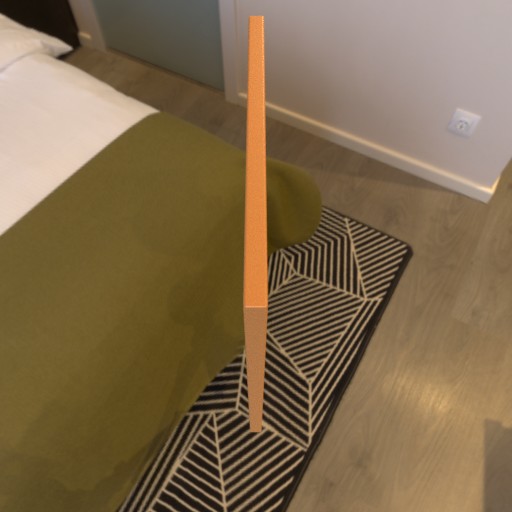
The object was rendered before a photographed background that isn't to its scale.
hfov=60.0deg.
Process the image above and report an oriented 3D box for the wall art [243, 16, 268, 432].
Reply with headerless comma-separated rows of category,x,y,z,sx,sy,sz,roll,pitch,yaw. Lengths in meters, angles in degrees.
wall art,0.000,0.000,0.505,0.015,0.379,0.310,0,58,0
